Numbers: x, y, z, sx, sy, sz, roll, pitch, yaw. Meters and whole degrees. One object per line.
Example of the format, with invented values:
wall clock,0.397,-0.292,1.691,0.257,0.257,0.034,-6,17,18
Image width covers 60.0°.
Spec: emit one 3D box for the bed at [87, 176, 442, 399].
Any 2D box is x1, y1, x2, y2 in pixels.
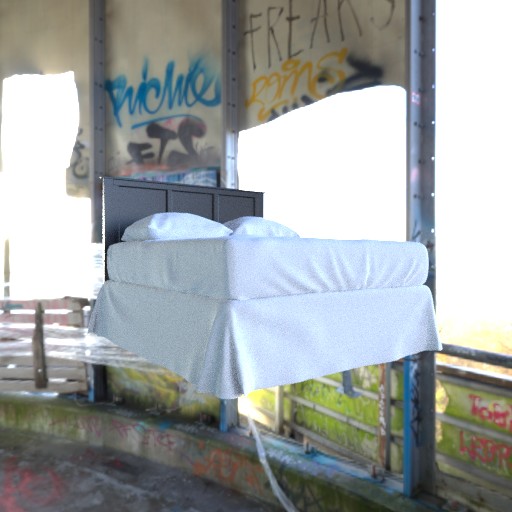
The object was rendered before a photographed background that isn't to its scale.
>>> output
bed,0.000,0.000,3.235,1.870,1.270,2.050,0,1,-36
